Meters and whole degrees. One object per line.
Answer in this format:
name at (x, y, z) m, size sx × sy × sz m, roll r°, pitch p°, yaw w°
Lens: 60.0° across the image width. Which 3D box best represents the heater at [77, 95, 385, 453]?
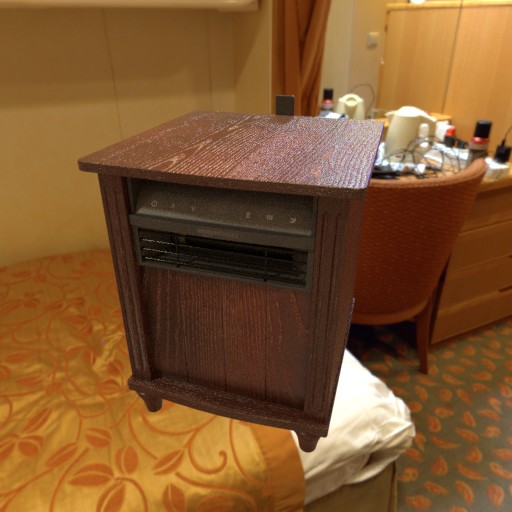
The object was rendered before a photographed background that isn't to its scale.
heater at (0.000, 0.000, 0.770) m, size 0.362 × 0.481 × 0.400 m, roll 8°, pitch 29°, yaw 15°
